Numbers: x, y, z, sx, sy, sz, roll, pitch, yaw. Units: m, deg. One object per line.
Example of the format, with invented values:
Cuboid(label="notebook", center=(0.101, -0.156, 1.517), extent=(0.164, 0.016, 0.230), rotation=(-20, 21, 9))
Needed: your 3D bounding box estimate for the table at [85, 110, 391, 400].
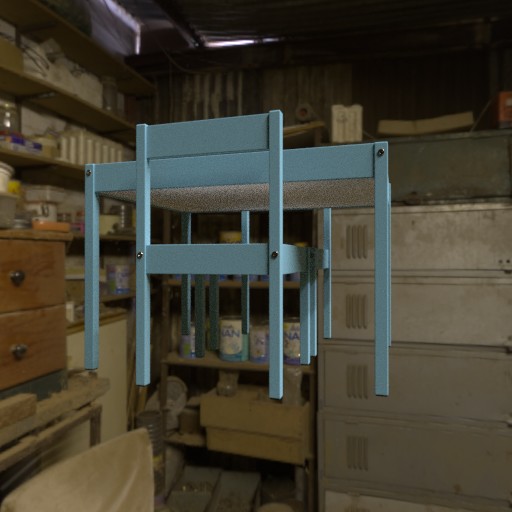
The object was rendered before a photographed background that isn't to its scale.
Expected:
Cuboid(label="table", center=(0.000, 0.000, 1.108), extent=(0.639, 0.503, 0.633), rotation=(0, 0, 17))
